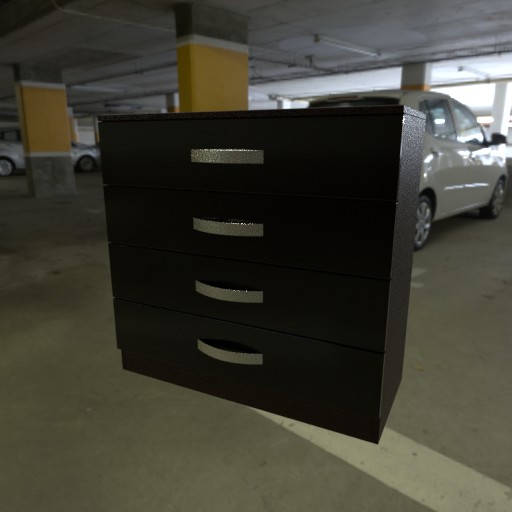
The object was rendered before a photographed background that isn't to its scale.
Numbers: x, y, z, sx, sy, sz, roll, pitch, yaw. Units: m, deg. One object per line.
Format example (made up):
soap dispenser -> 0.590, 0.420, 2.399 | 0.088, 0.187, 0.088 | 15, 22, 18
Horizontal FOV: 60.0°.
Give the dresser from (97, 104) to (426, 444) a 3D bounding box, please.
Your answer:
dresser -> 0.000, 0.000, 1.181 | 0.750, 0.720, 0.360 | 7, 16, 26
